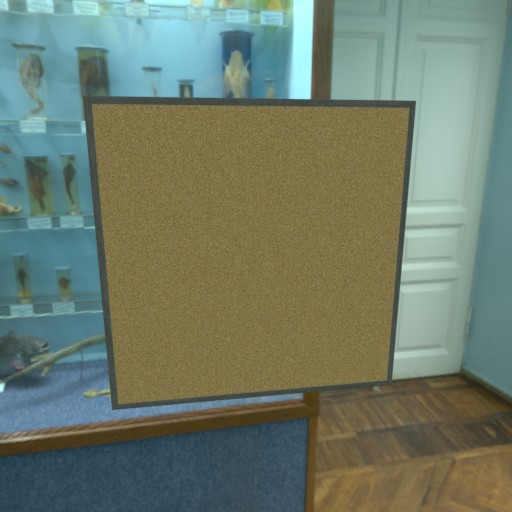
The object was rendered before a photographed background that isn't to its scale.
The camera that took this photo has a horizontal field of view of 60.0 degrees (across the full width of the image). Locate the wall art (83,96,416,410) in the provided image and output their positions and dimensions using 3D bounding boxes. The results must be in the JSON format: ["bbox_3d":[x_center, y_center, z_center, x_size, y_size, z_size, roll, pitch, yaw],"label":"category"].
[{"bbox_3d":[0.000,0.000,0.454,0.303,0.302,0.038,-2,15,-9],"label":"wall art"}]
